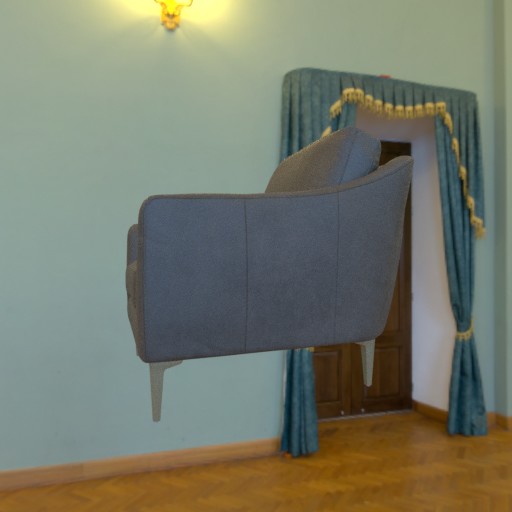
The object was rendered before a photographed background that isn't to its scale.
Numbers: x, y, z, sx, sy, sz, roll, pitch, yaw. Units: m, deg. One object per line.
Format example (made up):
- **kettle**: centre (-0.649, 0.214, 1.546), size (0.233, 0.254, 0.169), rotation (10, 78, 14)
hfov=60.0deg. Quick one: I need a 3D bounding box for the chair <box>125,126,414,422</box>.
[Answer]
- **chair**: centre (0.000, 0.000, 1.731), size (0.961, 0.901, 0.988), rotation (0, -1, -18)
